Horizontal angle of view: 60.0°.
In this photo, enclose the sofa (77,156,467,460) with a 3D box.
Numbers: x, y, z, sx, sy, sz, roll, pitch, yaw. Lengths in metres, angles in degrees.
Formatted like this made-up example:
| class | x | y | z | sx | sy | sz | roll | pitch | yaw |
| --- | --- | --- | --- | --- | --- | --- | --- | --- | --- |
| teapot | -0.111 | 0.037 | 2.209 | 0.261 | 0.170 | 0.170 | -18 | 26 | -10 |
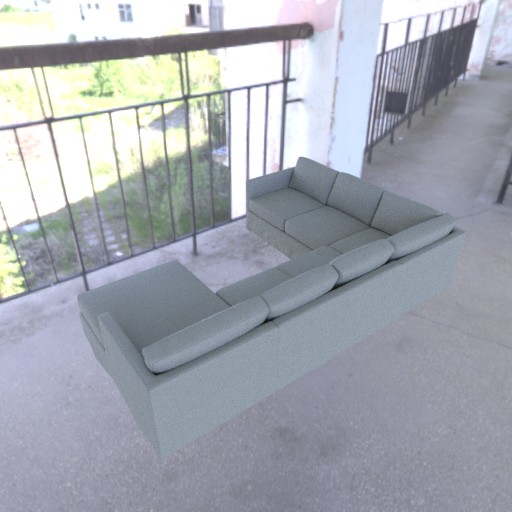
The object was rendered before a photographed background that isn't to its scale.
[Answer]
| class | x | y | z | sx | sy | sz | roll | pitch | yaw |
| --- | --- | --- | --- | --- | --- | --- | --- | --- | --- |
| sofa | 0.000 | 0.000 | 4.501 | 3.460 | 0.882 | 2.427 | -21 | 38 | -30 |
